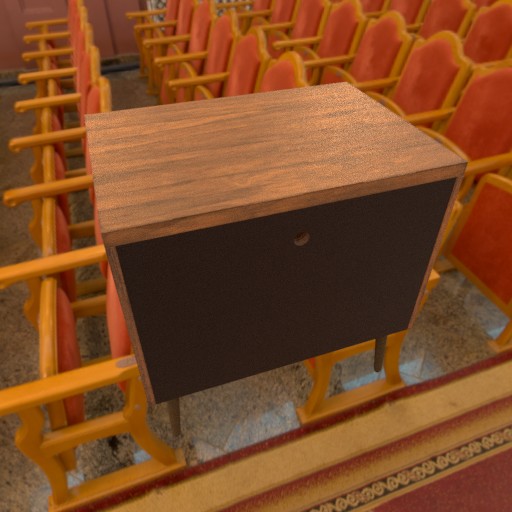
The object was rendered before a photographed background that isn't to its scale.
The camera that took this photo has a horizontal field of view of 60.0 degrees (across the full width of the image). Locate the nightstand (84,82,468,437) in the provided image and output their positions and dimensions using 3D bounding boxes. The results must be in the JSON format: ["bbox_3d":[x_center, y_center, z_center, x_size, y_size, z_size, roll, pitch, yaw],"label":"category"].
[{"bbox_3d":[0.000,0.000,1.041,0.610,0.610,0.458,-13,41,-15],"label":"nightstand"}]
